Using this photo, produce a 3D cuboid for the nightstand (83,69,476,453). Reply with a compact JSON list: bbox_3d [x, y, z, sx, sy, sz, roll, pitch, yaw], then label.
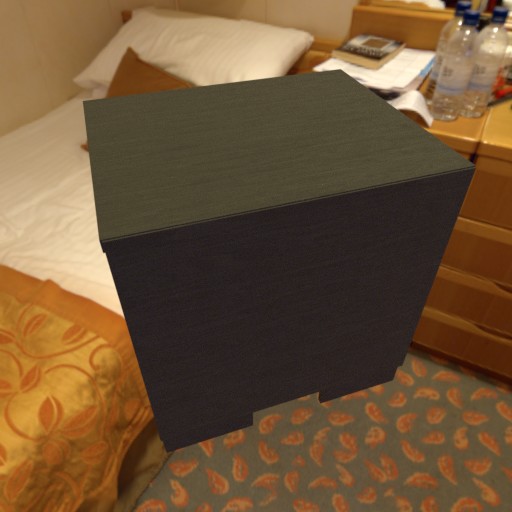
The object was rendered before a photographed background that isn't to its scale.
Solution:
[{"bbox_3d":[0.000,0.000,0.736,0.427,0.448,0.347,-13,43,-14],"label":"nightstand"}]
